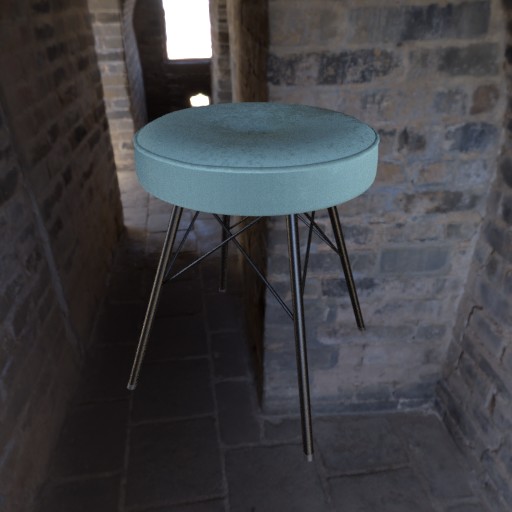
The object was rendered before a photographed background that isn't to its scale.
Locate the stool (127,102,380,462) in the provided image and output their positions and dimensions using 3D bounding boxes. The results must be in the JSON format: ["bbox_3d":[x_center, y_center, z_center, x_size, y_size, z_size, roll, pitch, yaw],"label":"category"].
[{"bbox_3d":[0.000,0.000,0.869,0.457,0.519,0.458,18,35,29],"label":"stool"}]
